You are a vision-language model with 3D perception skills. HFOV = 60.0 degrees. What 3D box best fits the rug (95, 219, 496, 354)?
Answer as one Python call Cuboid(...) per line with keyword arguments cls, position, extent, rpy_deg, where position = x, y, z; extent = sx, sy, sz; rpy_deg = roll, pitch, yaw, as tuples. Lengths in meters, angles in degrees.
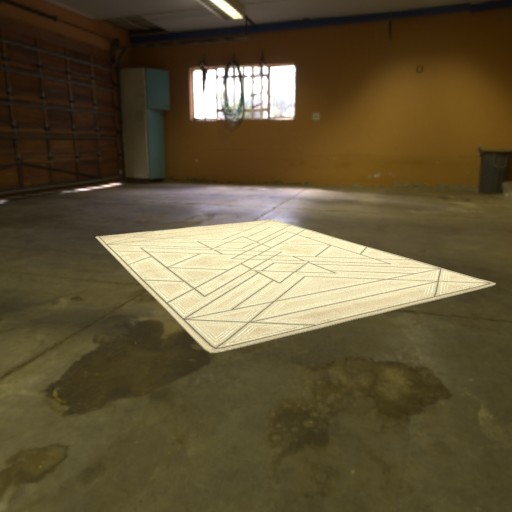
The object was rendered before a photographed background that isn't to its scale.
Cuboid(cls="rug", position=(0.000, 0.000, 4.320), extent=(2.436, 0.026, 3.381), rpy_deg=(-8, 16, -28))
